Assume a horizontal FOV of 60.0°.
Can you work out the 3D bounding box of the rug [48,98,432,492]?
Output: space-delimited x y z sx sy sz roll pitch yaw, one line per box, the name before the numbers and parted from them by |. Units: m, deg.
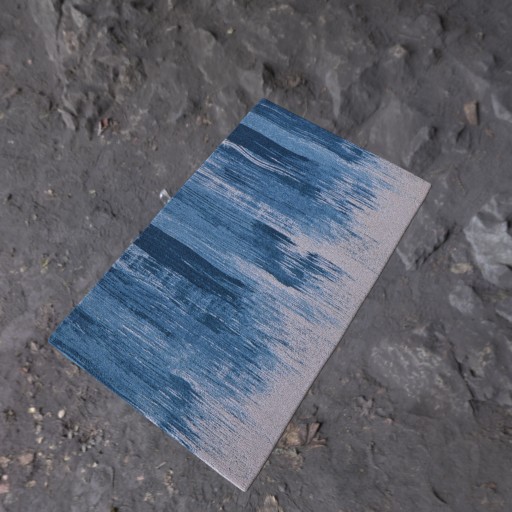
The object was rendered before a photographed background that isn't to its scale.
rug | 0.000 0.000 3.027 1.540 0.027 2.450 31 69 14
